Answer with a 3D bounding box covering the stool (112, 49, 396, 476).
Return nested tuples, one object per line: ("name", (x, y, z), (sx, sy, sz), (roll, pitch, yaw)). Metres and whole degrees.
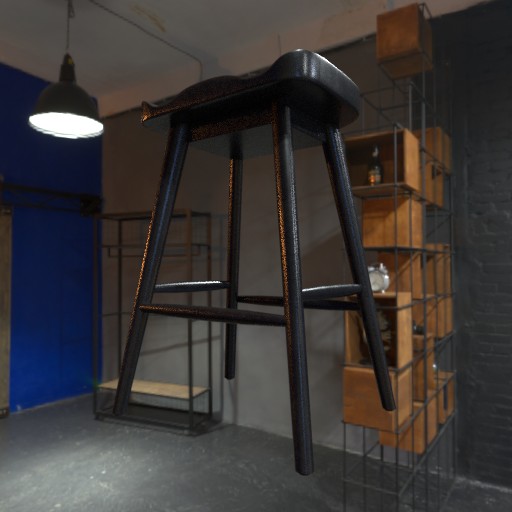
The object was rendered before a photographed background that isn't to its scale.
("stool", (0.000, 0.000, 0.879), (0.440, 0.615, 0.361), (-1, -2, 36))
